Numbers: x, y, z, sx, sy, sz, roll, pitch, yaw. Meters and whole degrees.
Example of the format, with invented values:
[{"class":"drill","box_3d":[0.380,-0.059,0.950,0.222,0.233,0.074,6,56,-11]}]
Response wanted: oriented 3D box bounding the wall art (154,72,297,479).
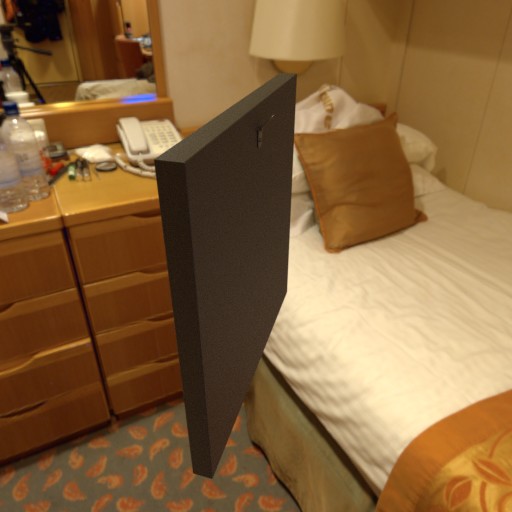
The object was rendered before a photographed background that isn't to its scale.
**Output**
[{"class":"wall art","box_3d":[0.000,0.000,0.522,0.038,0.349,0.349,9,33,14]}]
